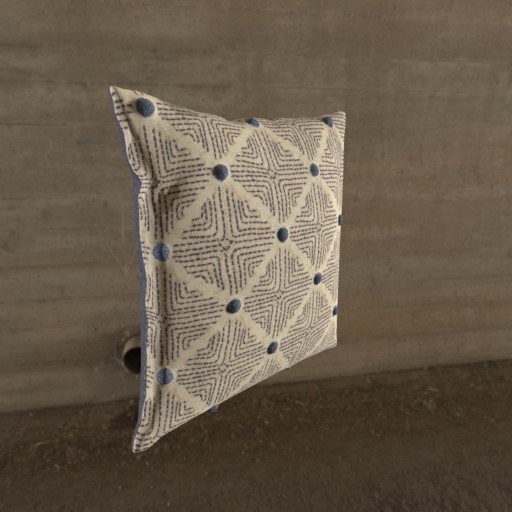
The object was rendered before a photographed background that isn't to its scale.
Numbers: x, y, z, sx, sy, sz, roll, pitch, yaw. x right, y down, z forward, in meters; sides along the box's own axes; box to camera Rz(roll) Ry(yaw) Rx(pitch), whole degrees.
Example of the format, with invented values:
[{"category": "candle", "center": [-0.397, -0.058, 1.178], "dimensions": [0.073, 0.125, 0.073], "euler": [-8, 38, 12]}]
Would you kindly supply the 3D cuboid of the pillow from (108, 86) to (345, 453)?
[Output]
[{"category": "pillow", "center": [0.000, 0.000, 0.767], "dimensions": [0.145, 0.510, 0.510], "euler": [13, 18, 43]}]
